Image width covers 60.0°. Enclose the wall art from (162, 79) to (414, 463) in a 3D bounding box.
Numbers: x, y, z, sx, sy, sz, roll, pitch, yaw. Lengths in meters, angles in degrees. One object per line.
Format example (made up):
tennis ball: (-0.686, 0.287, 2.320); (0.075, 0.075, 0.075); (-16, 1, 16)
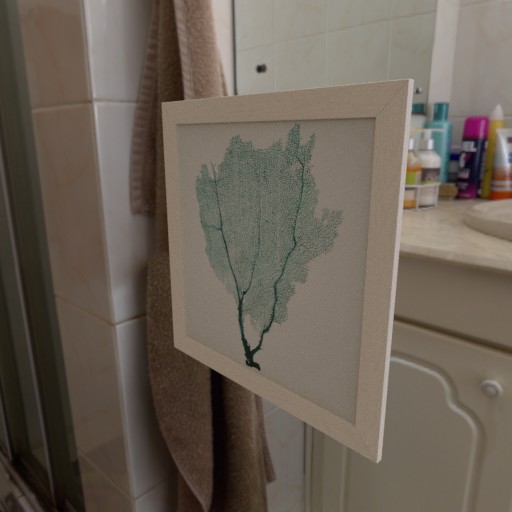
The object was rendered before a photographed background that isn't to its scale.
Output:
wall art: (0.000, 0.000, 0.838); (0.015, 0.577, 0.572); (-14, 21, -42)
